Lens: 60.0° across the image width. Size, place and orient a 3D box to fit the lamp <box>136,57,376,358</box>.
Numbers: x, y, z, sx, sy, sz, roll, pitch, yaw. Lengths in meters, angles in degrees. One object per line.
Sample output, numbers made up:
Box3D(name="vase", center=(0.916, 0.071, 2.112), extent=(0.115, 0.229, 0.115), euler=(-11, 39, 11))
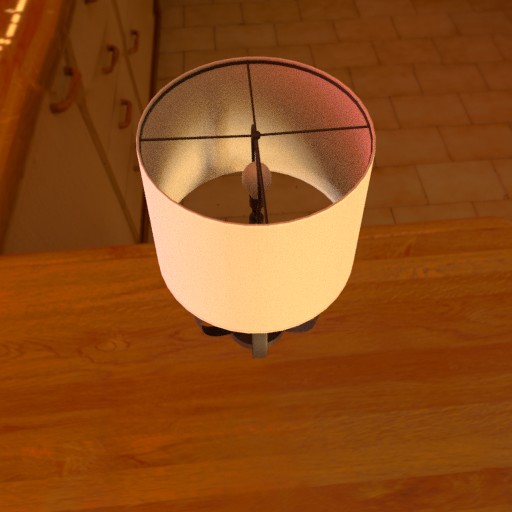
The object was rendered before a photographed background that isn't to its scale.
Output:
Box3D(name="lamp", center=(0.000, 0.000, 0.686), extent=(0.286, 0.510, 0.286), euler=(0, 58, 0))
